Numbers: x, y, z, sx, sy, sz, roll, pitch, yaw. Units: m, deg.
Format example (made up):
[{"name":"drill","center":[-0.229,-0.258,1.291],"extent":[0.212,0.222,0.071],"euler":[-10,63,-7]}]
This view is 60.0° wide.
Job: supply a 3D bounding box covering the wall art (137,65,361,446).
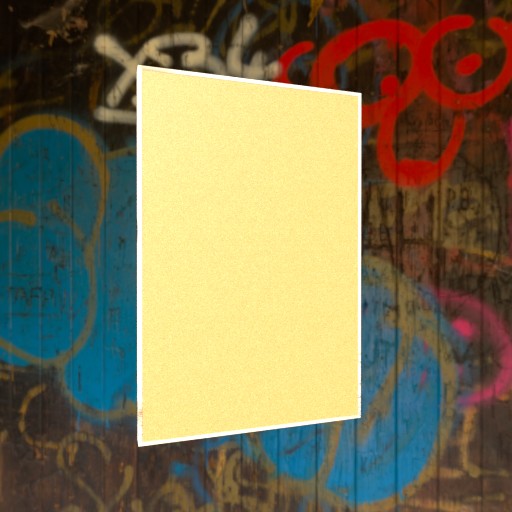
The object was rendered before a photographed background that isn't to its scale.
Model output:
[{"name":"wall art","center":[0.000,0.000,0.983],"extent":[0.508,0.764,0.038],"euler":[0,0,-18]}]
